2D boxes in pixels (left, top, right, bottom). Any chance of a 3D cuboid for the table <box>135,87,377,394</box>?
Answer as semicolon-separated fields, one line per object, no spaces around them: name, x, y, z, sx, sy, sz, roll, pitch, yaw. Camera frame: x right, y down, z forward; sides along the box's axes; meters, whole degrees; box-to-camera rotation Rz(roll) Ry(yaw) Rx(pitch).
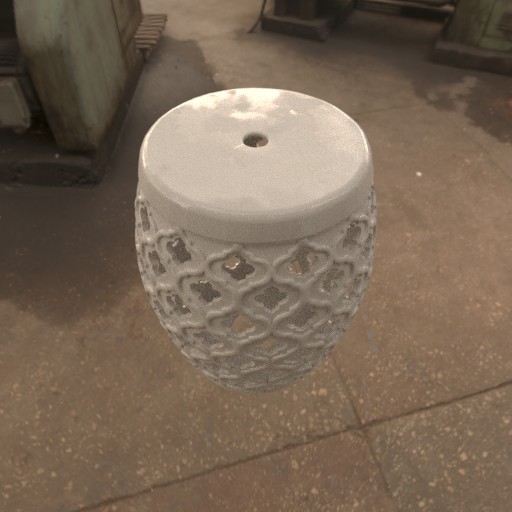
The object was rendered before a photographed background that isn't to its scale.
table;0.000;0.000;0.643;0.325;0.388;0.325;0;47;0
